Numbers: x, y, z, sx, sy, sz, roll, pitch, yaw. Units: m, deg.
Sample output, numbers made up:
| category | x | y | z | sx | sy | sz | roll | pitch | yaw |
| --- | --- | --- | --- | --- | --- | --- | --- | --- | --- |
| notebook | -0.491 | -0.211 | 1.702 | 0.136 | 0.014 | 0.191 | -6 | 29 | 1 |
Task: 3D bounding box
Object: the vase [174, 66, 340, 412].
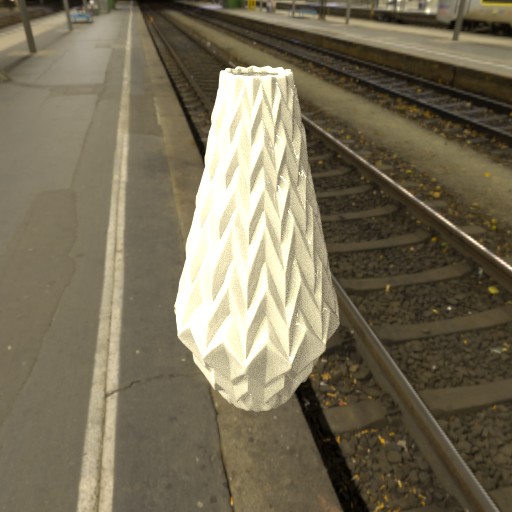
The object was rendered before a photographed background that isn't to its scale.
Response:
| category | x | y | z | sx | sy | sz | roll | pitch | yaw |
| --- | --- | --- | --- | --- | --- | --- | --- | --- | --- |
| vase | 0.000 | 0.000 | 0.421 | 0.167 | 0.328 | 0.167 | 0 | 31 | 0 |
